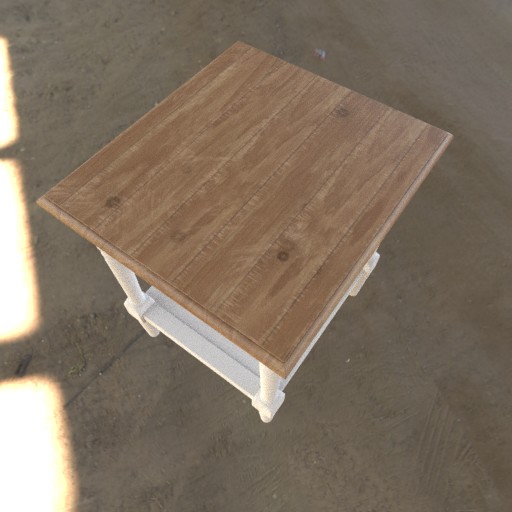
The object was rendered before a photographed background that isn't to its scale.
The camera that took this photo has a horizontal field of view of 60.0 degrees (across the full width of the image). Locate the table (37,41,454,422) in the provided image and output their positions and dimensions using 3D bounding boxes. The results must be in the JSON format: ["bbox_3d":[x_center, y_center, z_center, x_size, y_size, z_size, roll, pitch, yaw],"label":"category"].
[{"bbox_3d":[0.000,0.000,0.939,0.457,0.561,0.508,32,63,18],"label":"table"}]
